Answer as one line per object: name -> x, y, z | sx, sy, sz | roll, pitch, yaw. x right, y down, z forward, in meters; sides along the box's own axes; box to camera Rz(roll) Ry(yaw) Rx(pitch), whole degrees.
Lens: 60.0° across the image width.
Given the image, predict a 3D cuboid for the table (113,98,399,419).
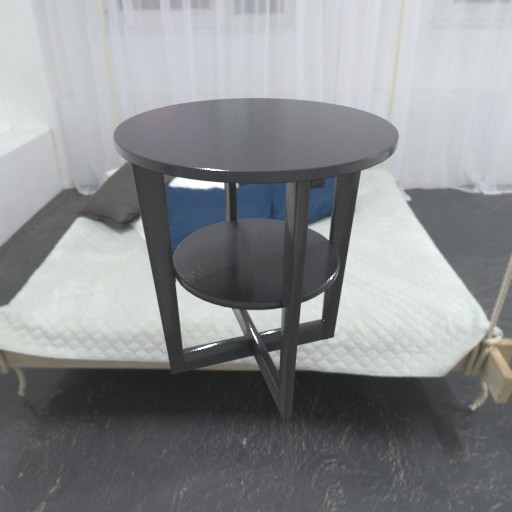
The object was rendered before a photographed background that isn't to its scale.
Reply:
table -> 0.000, 0.000, 0.941 | 0.500, 0.550, 0.500 | 0, 30, 0
